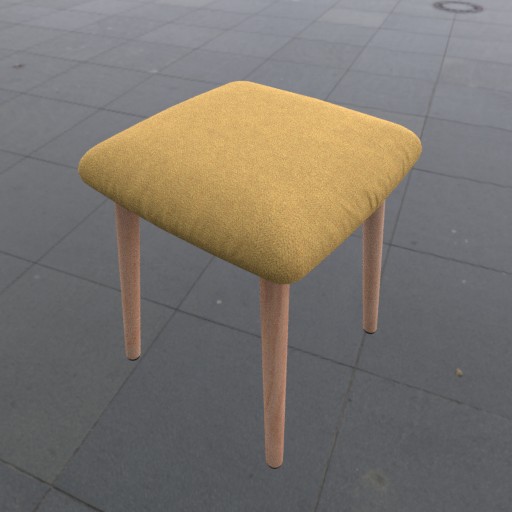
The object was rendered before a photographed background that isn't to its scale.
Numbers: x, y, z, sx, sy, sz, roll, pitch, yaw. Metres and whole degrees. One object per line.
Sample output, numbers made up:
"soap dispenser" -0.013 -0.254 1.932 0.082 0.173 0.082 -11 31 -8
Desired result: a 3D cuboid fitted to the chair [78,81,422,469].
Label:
"chair" 0.000 0.000 0.699 0.350 0.440 0.350 27 48 27
